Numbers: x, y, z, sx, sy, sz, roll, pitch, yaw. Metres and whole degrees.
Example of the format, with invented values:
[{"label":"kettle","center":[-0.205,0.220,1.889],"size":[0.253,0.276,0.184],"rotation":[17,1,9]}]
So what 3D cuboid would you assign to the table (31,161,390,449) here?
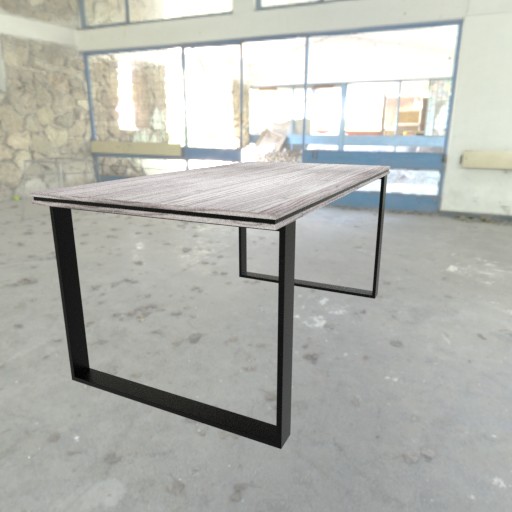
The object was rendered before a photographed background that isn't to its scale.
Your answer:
[{"label":"table","center":[0.000,0.000,2.057],"size":[0.881,0.736,1.579],"rotation":[8,18,25]}]
